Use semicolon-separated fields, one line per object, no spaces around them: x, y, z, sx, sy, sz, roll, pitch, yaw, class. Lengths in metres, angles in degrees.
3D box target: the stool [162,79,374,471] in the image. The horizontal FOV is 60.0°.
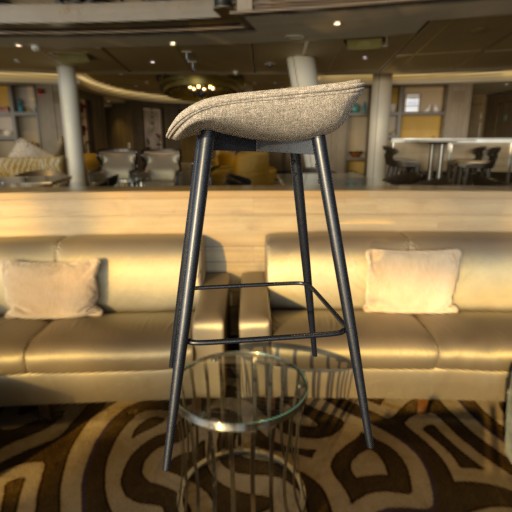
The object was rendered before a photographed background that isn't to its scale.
0.000;0.000;1.105;0.480;0.814;0.469;-2;15;-9;stool
